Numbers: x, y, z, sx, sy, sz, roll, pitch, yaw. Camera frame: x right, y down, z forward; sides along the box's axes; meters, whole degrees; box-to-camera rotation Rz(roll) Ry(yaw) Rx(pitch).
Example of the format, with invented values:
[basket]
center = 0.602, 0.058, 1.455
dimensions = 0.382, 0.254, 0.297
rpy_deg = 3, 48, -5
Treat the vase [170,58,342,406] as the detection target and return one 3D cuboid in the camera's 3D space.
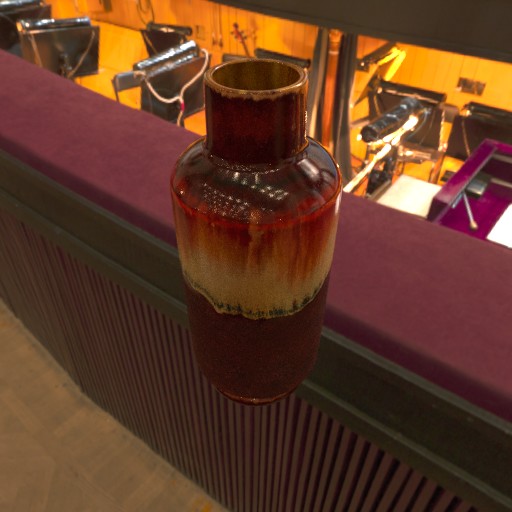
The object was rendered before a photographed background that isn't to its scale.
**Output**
[vase]
center = 0.000, 0.000, 0.327
dimensions = 0.111, 0.261, 0.111
rpy_deg = 0, 40, 0
